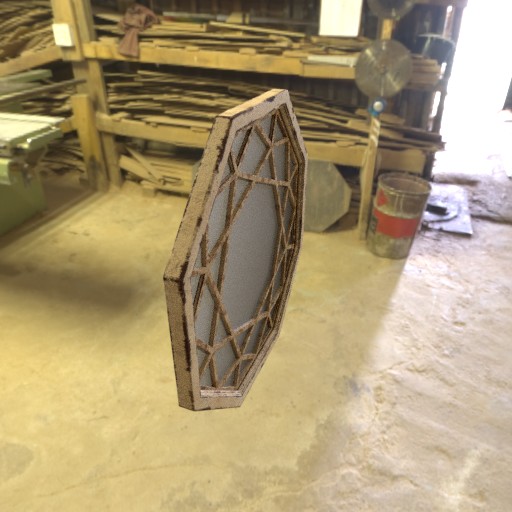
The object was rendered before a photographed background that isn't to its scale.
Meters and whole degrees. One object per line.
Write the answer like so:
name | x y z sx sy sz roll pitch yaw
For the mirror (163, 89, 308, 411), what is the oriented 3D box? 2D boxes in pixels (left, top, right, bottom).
mirror | 0.000 0.000 0.964 0.031 0.648 0.648 11 32 19
